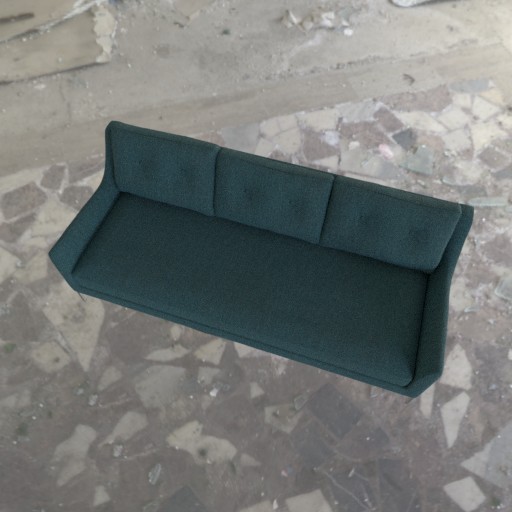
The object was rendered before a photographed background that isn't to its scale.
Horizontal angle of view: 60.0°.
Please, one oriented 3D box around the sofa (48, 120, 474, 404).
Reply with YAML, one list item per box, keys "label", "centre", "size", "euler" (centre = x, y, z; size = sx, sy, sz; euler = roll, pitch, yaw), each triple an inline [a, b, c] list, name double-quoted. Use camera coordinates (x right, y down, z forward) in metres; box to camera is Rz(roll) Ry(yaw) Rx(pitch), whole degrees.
- label: "sofa"
  centre: [0.000, 0.000, 2.456]
  size: [2.060, 0.837, 0.849]
  euler: [16, 59, 10]
